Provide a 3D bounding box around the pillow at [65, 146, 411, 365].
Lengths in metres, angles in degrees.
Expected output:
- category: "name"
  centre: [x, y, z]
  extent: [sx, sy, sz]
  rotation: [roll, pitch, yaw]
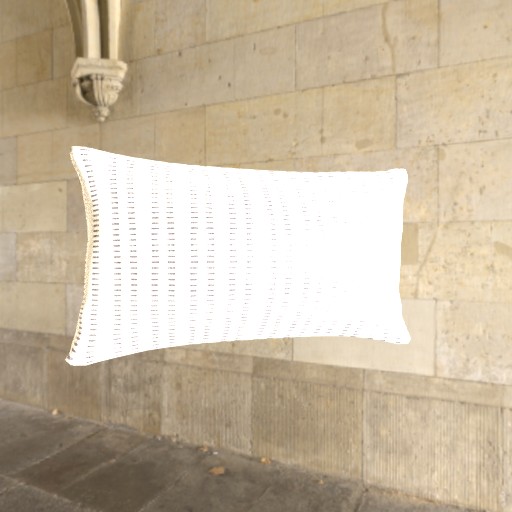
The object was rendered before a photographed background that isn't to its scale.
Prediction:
- category: "pillow"
  centre: [0.000, 0.000, 0.809]
  extent: [0.640, 0.353, 0.210]
  rotation: [0, 0, -18]
